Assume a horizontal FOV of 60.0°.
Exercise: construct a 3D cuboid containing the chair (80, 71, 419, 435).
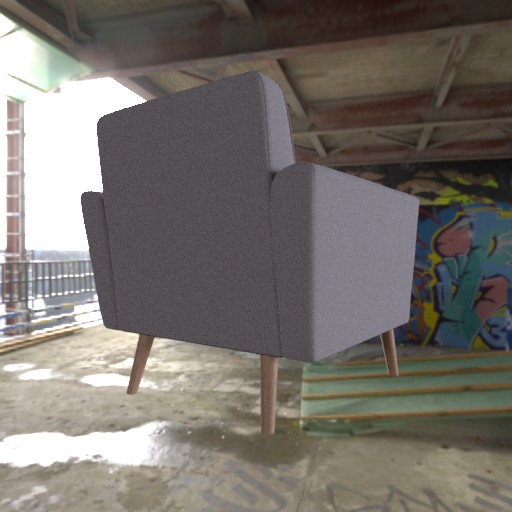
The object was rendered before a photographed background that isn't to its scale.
[{"bbox_3d":[0.000,0.000,1.358,0.780,0.780,0.750,1,1,36],"label":"chair"}]
